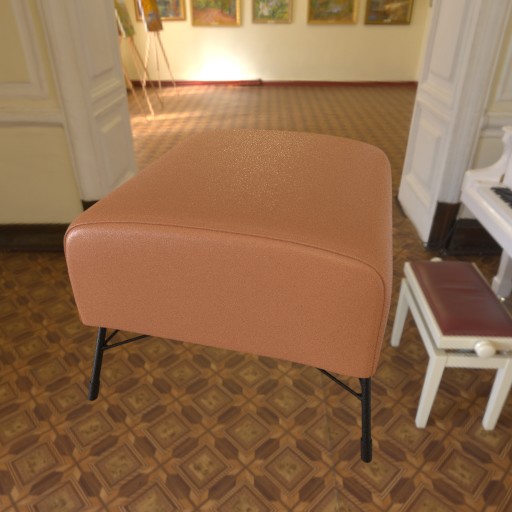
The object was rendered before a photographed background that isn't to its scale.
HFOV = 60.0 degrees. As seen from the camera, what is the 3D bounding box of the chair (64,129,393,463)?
[{"bbox_3d":[0.000,0.000,0.900,0.530,0.410,0.530,8,32,12],"label":"chair"}]
